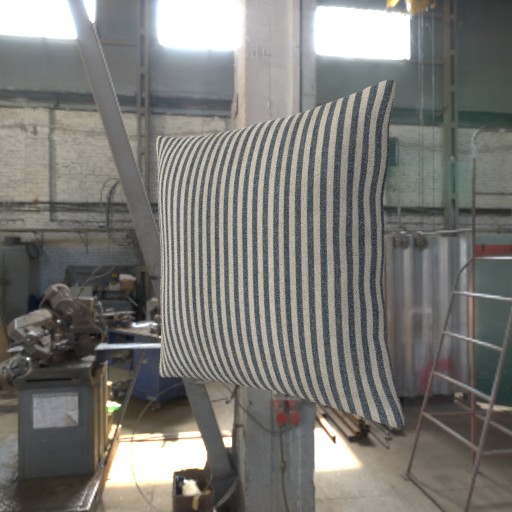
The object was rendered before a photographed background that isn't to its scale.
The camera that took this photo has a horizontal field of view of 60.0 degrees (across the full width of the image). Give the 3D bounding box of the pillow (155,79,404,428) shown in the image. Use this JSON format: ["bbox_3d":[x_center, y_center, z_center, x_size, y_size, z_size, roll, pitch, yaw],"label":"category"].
[{"bbox_3d":[0.000,0.000,0.792,0.523,0.510,0.166,0,-1,37],"label":"pillow"}]
